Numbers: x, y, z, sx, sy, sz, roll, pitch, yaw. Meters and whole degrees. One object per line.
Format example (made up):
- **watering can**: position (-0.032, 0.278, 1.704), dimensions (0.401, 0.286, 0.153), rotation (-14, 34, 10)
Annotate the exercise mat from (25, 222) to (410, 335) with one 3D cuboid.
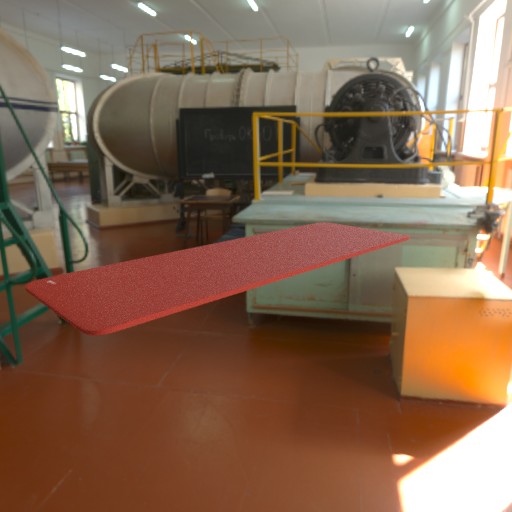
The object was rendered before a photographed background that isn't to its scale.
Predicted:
- **exercise mat**: position (0.000, 0.000, 2.070), dimensions (1.869, 0.021, 0.616), rotation (-14, 20, -42)
